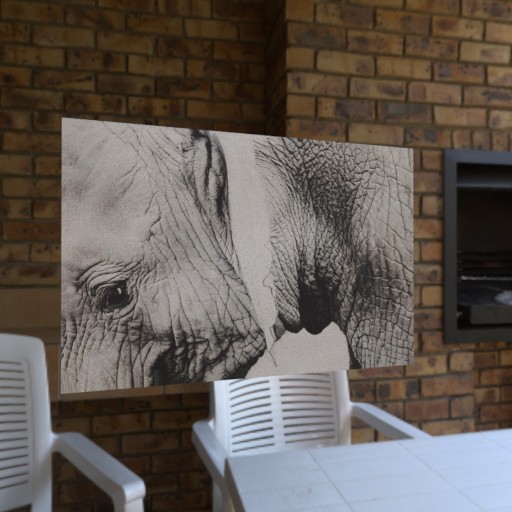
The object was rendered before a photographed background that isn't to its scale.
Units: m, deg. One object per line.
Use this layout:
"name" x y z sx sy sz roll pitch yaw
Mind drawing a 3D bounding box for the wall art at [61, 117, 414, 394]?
"wall art" 0.000 0.000 0.761 0.613 0.407 0.035 0 0 -17
